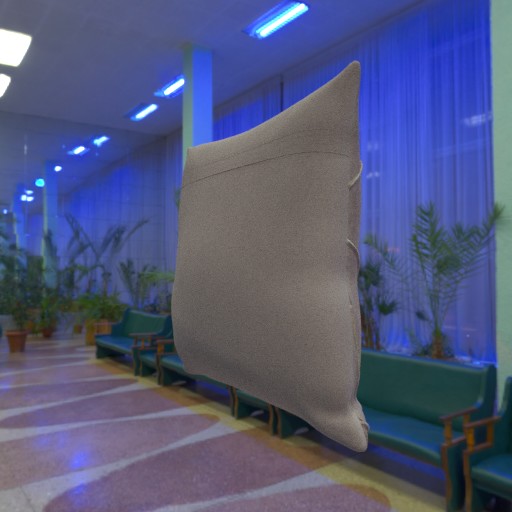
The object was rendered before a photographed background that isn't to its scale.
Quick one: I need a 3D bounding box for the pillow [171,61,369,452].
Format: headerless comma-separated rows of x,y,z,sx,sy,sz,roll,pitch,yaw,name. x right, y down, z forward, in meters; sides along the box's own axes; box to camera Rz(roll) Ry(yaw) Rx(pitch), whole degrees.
0.000,0.000,0.671,0.185,0.440,0.439,1,-2,-35,pillow
